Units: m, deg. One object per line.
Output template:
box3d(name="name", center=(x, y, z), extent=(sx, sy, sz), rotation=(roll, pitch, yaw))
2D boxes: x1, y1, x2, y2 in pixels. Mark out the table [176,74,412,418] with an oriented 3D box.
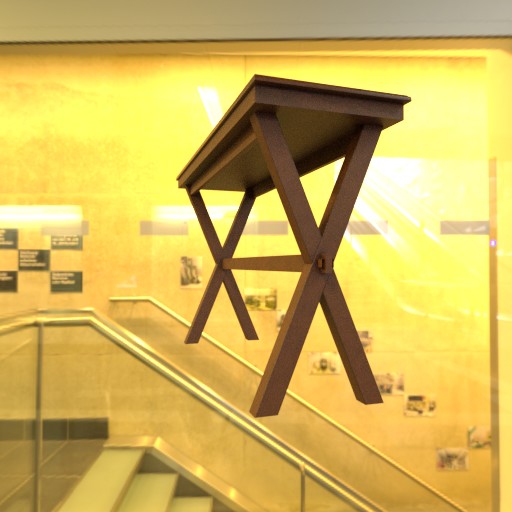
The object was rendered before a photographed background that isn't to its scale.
box3d(name="table", center=(0.000, 0.000, 1.570), extent=(0.399, 0.763, 1.197), rotation=(0, -1, -18))
